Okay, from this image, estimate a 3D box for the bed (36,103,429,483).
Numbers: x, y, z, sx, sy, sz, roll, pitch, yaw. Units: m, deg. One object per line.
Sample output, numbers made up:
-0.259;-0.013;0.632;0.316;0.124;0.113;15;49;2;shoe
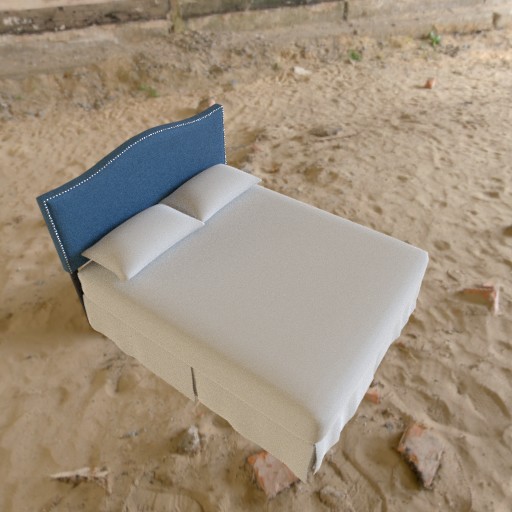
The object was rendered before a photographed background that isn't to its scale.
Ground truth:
0.000;0.000;2.855;1.872;1.169;1.610;25;48;26;bed
